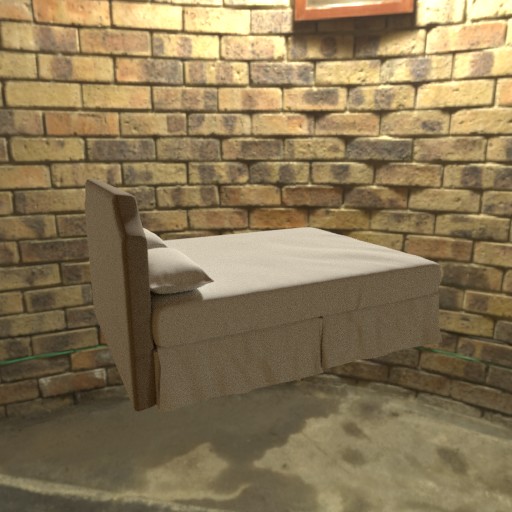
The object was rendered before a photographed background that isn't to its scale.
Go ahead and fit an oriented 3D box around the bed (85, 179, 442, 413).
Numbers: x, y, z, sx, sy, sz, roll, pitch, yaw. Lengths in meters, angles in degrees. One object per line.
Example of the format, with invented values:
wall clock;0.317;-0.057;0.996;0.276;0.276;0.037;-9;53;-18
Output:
bed;0.000;0.000;3.777;2.498;1.293;1.977;-7;15;-26
